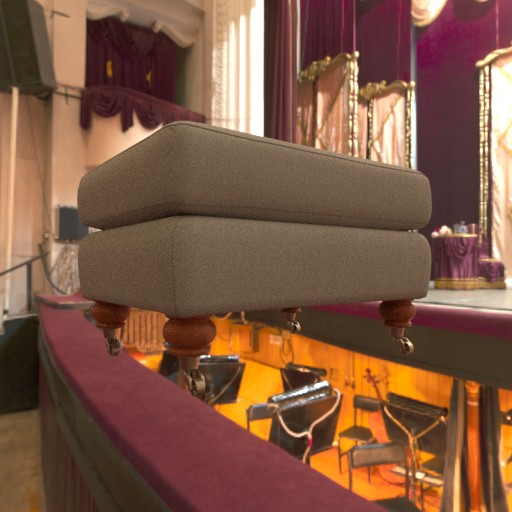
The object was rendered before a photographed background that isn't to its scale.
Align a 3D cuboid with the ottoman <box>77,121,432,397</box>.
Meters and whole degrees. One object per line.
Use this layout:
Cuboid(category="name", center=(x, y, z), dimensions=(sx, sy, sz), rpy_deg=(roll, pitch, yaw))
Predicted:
Cuboid(category="ottoman", center=(0.000, 0.000, 1.151), dimensions=(0.773, 0.499, 0.569), rpy_deg=(1, -1, -37))
